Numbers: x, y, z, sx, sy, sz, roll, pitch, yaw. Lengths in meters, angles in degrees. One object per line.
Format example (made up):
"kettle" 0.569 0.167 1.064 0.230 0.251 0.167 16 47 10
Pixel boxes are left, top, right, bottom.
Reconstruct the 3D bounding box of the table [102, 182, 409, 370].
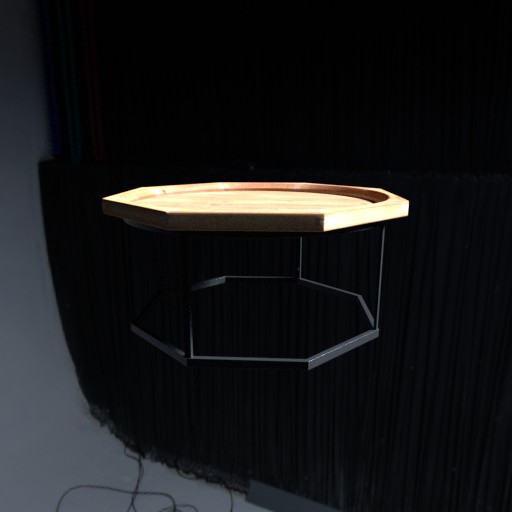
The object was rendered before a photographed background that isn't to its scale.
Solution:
"table" 0.000 0.000 1.572 1.002 0.444 1.002 0 14 0
